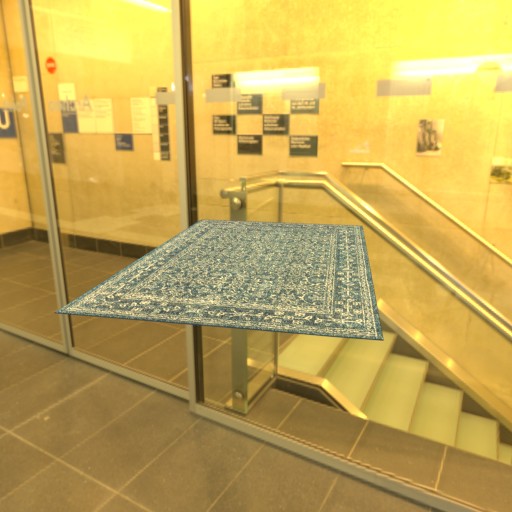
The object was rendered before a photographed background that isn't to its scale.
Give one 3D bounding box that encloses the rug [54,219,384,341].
[{"bbox_3d":[0.000,0.000,2.416,1.200,0.005,1.819,3,16,10],"label":"rug"}]
